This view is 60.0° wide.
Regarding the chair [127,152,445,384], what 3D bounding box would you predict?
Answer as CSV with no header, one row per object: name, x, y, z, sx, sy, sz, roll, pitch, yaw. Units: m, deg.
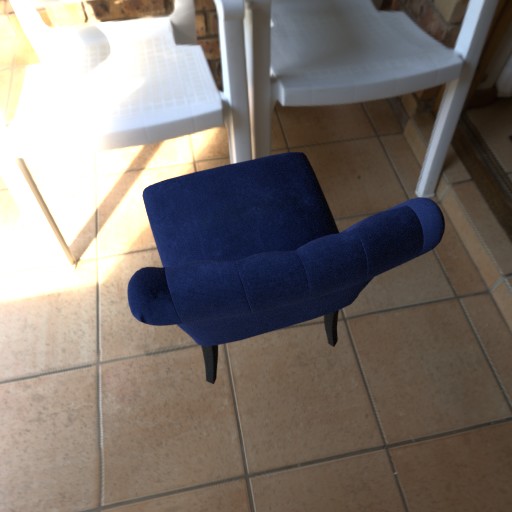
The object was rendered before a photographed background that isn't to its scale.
chair,0.000,0.000,1.193,0.585,0.753,0.606,-15,59,-9
